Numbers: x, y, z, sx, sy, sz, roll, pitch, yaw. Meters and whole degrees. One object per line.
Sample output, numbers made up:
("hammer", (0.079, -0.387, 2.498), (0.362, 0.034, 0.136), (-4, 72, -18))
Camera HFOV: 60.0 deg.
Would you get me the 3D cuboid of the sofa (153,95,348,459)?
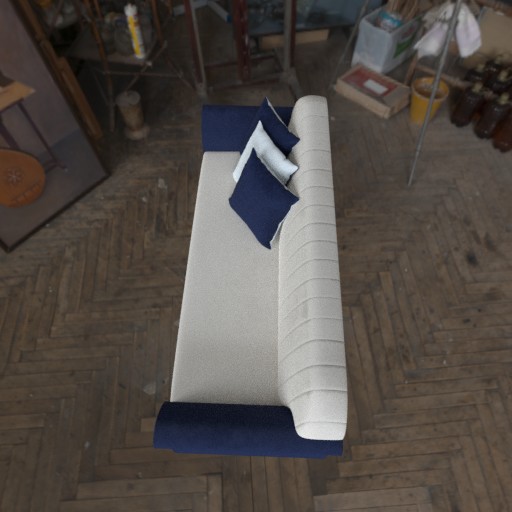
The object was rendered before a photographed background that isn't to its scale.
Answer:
("sofa", (0.000, 0.000, 2.403), (0.749, 0.789, 2.006), (2, 58, 1))
